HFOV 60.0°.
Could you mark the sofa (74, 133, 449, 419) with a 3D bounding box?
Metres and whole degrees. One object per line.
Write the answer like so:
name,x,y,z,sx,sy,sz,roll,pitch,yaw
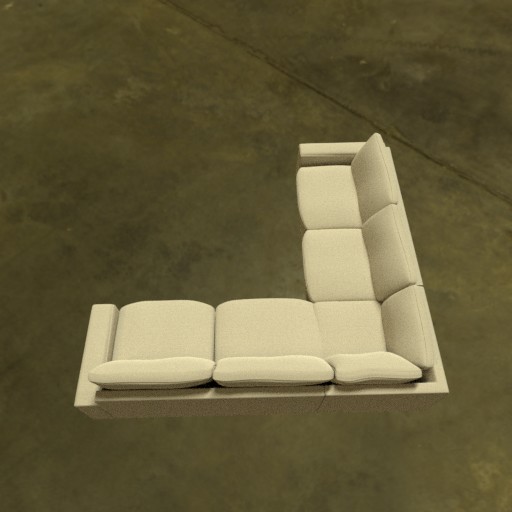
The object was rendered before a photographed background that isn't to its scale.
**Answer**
sofa,0.000,0.000,4.695,3.206,0.918,3.066,-1,59,-1
